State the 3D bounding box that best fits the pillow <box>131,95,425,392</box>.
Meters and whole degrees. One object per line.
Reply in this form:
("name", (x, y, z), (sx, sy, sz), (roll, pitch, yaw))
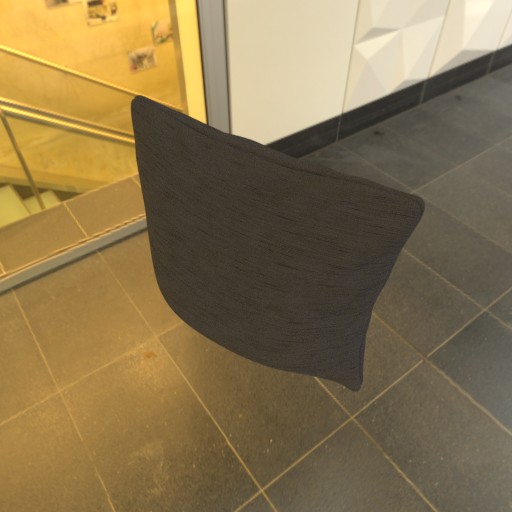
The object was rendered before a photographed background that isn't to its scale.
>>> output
("pillow", (0.000, 0.000, 0.694), (0.432, 0.414, 0.246), (26, 52, 23))
